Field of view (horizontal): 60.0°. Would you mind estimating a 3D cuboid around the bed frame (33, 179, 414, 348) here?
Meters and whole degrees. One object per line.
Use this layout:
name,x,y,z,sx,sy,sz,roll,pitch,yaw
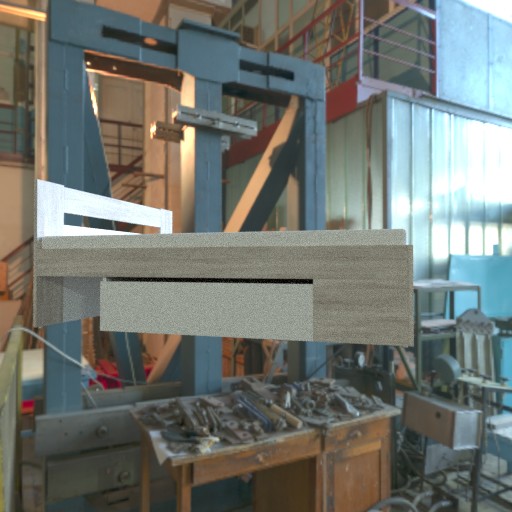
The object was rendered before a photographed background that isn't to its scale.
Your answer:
bed frame,0.000,0.000,3.223,2.050,0.860,2.040,0,-1,16
